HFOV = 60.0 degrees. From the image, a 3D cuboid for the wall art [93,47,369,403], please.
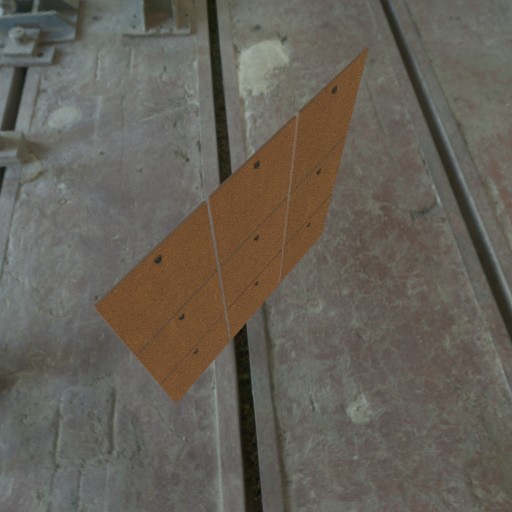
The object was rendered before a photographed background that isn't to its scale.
[{"bbox_3d":[0.000,0.000,2.273,0.023,1.522,1.526,35,67,18],"label":"wall art"}]
